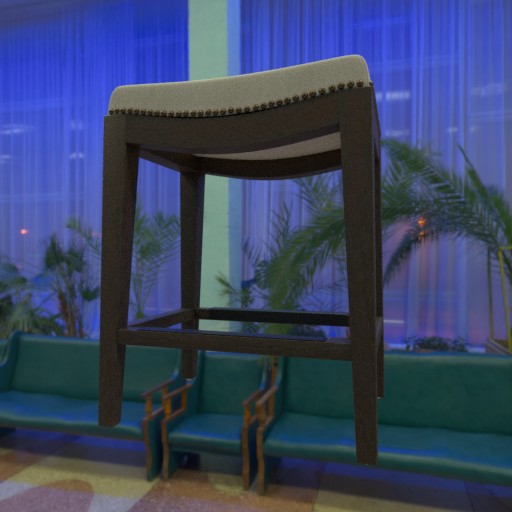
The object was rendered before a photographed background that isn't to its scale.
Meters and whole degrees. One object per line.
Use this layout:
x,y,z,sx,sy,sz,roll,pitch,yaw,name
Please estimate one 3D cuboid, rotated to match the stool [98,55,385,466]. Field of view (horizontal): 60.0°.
0.000,0.000,0.915,0.500,0.642,0.361,0,0,18,stool
